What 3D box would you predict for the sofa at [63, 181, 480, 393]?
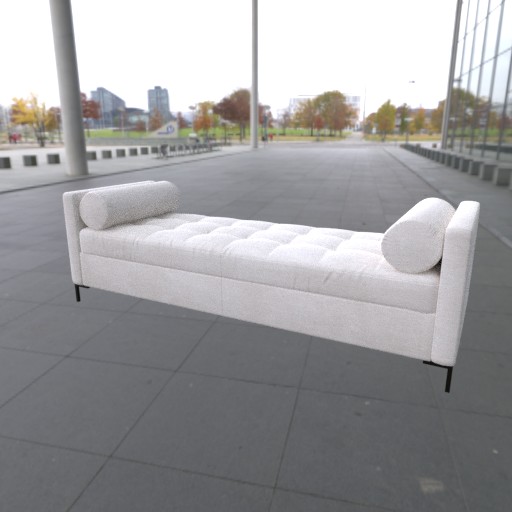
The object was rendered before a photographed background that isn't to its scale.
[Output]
[{"bbox_3d":[0.000,0.000,2.274,1.981,0.635,0.686,8,18,27],"label":"sofa"}]
